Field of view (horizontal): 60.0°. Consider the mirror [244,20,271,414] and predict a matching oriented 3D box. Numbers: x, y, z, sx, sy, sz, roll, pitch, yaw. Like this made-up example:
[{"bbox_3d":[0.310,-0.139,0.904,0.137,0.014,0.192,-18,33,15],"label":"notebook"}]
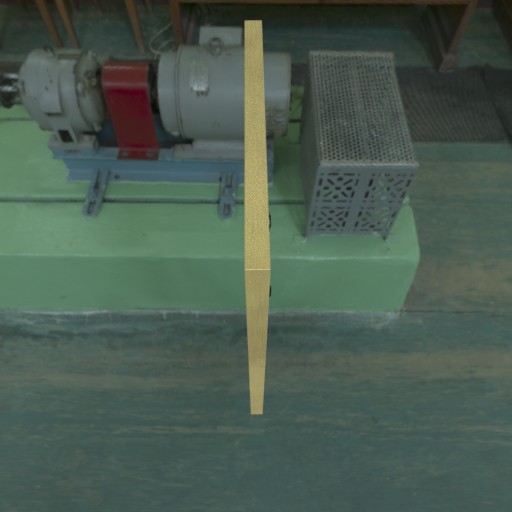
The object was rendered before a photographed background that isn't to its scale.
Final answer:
[{"bbox_3d":[0.000,0.000,1.168,0.041,0.915,0.609,-1,58,0],"label":"mirror"}]
